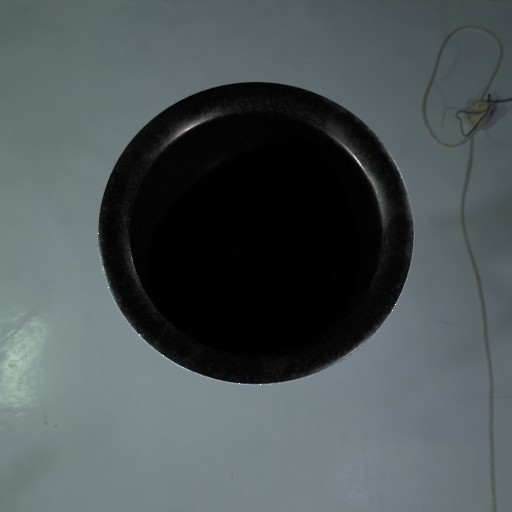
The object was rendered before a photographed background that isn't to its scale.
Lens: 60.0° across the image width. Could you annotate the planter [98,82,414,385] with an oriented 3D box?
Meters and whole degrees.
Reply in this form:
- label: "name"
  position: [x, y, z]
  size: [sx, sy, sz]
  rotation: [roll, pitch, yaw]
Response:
- label: "planter"
  position: [0.000, 0.000, 0.294]
  size: [0.160, 0.156, 0.160]
  rotation: [0, 77, 0]
